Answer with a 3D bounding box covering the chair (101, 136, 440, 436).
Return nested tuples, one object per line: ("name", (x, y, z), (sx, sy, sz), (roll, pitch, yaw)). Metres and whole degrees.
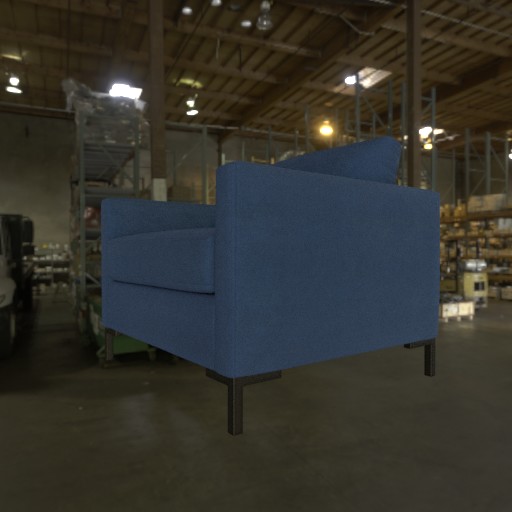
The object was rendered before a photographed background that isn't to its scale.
("chair", (0.000, 0.000, 1.607), (0.875, 0.812, 0.964), (0, 1, -37))
